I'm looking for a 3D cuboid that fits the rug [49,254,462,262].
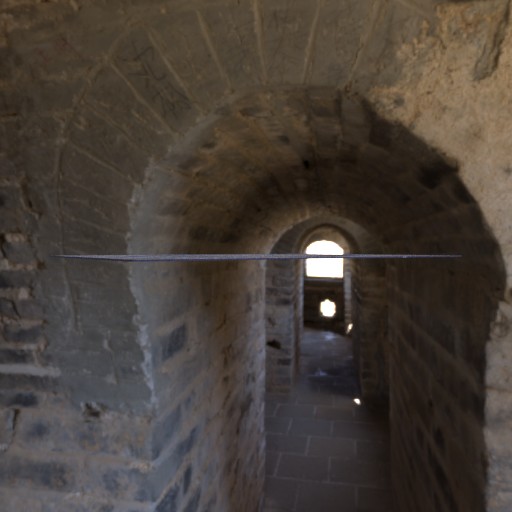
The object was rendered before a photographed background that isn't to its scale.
[{"bbox_3d":[0.000,0.000,3.819,2.940,0.011,2.053,-1,1,-35],"label":"rug"}]
